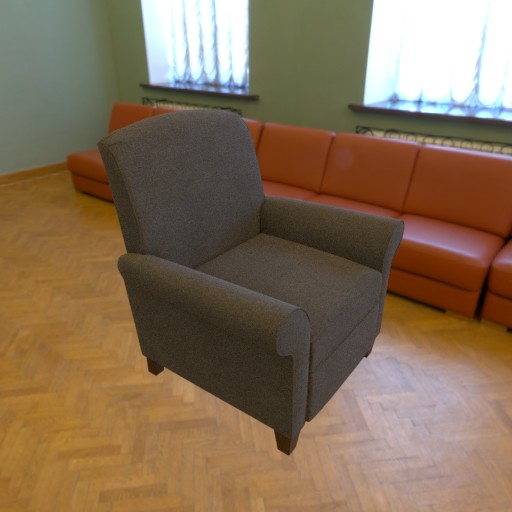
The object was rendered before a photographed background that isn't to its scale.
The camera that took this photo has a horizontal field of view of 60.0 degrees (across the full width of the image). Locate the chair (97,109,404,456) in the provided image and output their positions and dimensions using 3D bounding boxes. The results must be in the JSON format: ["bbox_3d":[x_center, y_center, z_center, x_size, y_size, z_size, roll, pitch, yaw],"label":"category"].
[{"bbox_3d":[0.000,0.000,1.812,0.905,1.061,0.978,18,32,32],"label":"chair"}]
